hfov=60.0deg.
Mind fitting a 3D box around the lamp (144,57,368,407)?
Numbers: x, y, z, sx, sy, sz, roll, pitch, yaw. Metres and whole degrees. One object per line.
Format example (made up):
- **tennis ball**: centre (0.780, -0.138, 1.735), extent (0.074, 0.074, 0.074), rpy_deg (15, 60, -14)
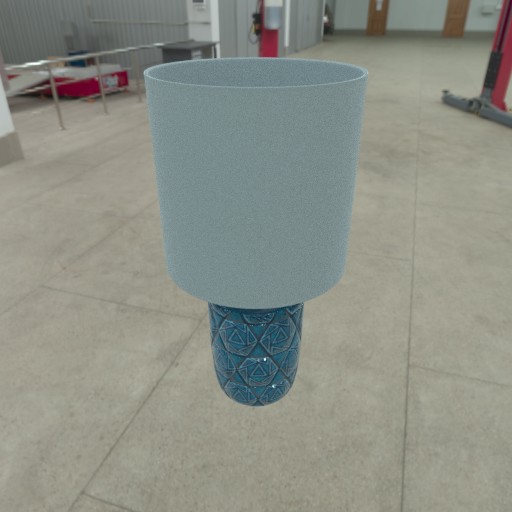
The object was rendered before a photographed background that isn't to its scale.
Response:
- **lamp**: centre (0.000, 0.000, 0.482), extent (0.193, 0.377, 0.193), rpy_deg (-9, 31, -15)
